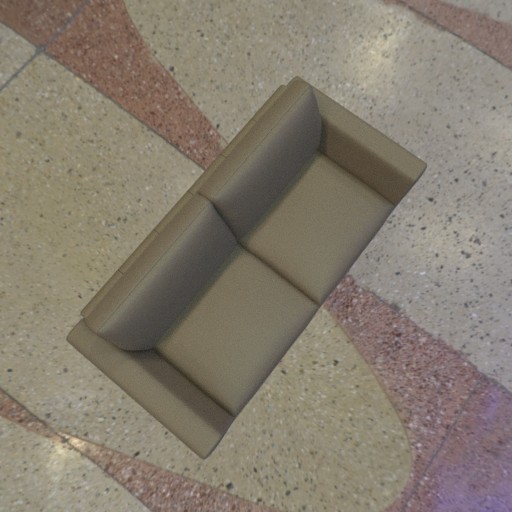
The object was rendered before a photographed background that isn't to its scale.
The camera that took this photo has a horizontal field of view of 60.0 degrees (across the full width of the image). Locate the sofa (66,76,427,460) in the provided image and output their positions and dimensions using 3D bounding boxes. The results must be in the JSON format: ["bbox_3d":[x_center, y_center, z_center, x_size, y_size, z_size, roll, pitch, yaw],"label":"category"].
[{"bbox_3d":[0.000,0.000,2.570,0.953,0.875,2.017,38,79,8],"label":"sofa"}]
